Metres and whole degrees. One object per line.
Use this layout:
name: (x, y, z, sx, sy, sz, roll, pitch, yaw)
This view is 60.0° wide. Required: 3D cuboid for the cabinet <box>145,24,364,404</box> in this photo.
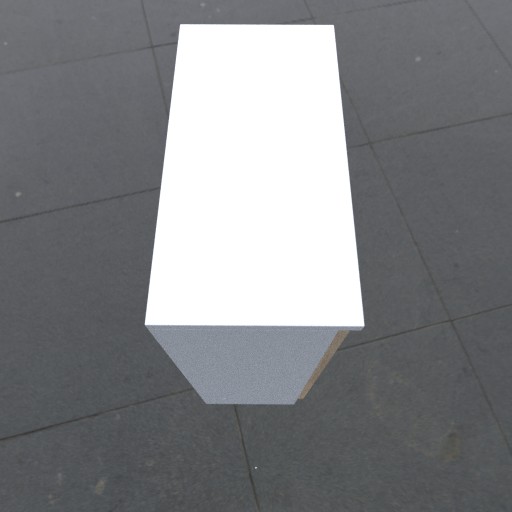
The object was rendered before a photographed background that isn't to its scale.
cabinet: (0.000, 0.000, 1.092, 0.296, 0.815, 0.600, 0, 64, 0)
